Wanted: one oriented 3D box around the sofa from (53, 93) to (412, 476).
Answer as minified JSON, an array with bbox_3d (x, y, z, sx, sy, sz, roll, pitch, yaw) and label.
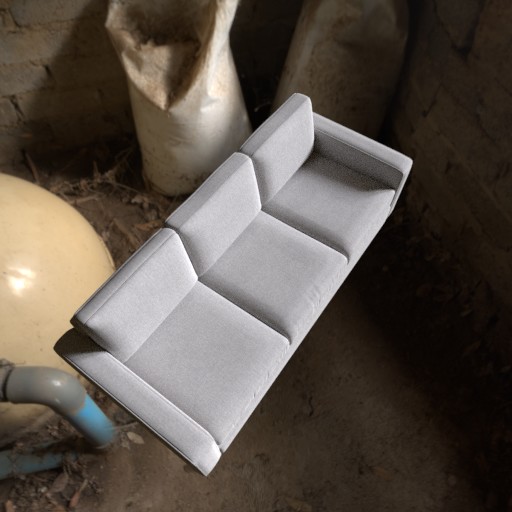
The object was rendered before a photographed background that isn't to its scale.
[{"bbox_3d":[0.000,0.000,2.541,0.900,0.800,2.120,32,64,18],"label":"sofa"}]
